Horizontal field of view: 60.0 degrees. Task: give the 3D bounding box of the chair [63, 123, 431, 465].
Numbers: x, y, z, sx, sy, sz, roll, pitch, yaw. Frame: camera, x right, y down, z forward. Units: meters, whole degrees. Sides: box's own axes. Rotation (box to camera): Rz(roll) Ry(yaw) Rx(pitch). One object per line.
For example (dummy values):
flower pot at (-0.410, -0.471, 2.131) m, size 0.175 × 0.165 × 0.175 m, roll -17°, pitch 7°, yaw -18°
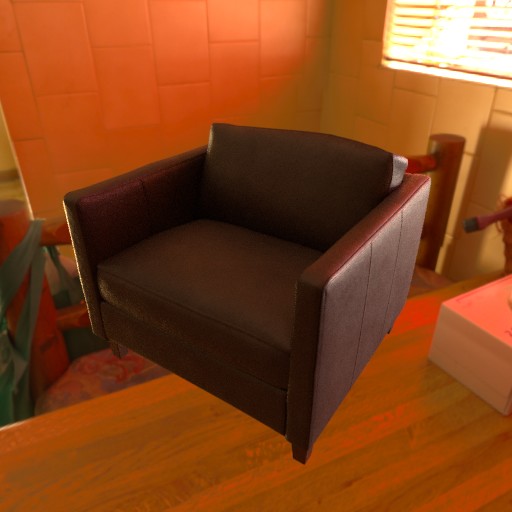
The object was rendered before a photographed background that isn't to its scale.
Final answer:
chair at (0.000, 0.000, 1.597) m, size 0.939 × 0.811 × 0.862 m, roll 18°, pitch 34°, yaw 29°
